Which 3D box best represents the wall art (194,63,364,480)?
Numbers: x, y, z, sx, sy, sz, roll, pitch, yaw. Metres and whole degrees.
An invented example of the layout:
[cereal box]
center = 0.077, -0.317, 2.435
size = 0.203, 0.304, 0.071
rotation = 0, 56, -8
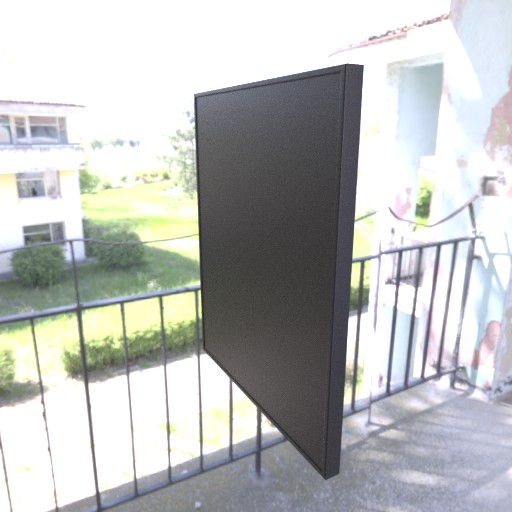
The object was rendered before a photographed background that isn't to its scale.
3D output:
[wall art]
center = 0.000, 0.000, 0.754
size = 0.028, 0.551, 0.451
rotation = -9, 18, -28
